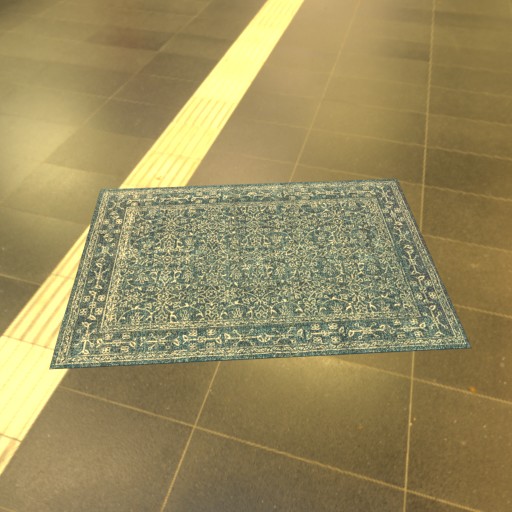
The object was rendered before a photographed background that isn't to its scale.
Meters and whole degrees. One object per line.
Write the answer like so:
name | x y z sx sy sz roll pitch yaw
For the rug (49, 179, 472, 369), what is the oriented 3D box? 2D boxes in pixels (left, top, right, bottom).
rug | 0.000 0.000 2.306 1.819 0.005 1.200 -2 47 -2
